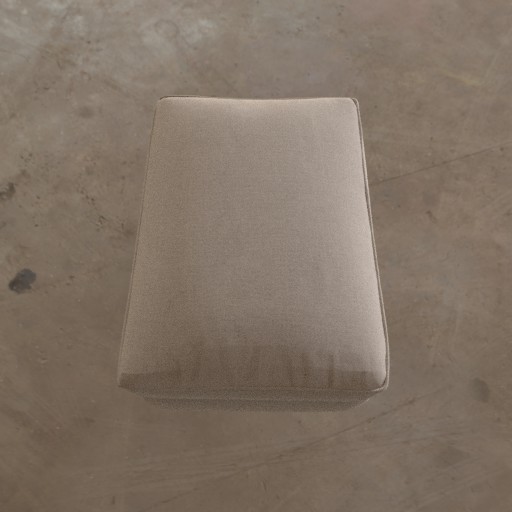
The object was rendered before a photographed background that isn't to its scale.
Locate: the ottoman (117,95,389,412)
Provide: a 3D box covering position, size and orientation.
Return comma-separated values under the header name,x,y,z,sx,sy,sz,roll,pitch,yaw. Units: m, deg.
name,x,y,z,sx,sy,sz,roll,pitch,yaw
ottoman,0.000,0.000,1.015,0.501,0.456,0.665,1,65,0
